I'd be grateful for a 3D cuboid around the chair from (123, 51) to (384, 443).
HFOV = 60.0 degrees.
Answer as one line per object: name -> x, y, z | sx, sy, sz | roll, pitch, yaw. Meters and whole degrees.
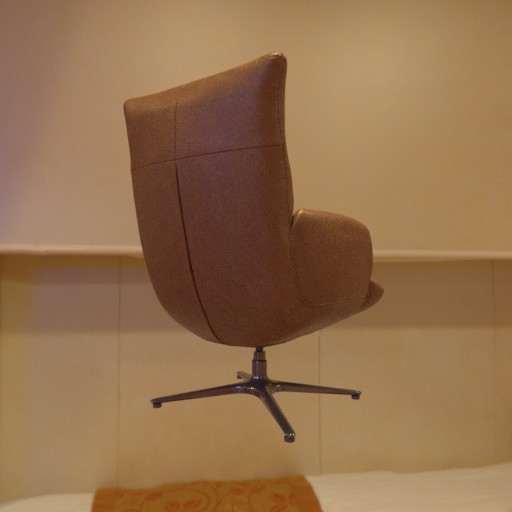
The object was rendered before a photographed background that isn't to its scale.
chair -> 0.000, 0.000, 1.550 | 0.711, 1.027, 0.794 | -1, -2, 35
